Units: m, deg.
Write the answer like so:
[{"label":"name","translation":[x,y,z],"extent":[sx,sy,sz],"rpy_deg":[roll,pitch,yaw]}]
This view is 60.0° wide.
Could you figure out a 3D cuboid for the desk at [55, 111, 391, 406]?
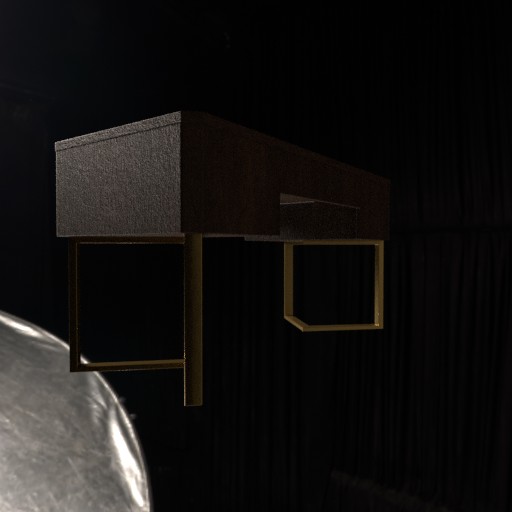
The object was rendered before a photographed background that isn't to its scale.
[{"label":"desk","translation":[0.000,0.000,1.900],"extent":[0.684,0.762,1.479],"rpy_deg":[1,1,36]}]
